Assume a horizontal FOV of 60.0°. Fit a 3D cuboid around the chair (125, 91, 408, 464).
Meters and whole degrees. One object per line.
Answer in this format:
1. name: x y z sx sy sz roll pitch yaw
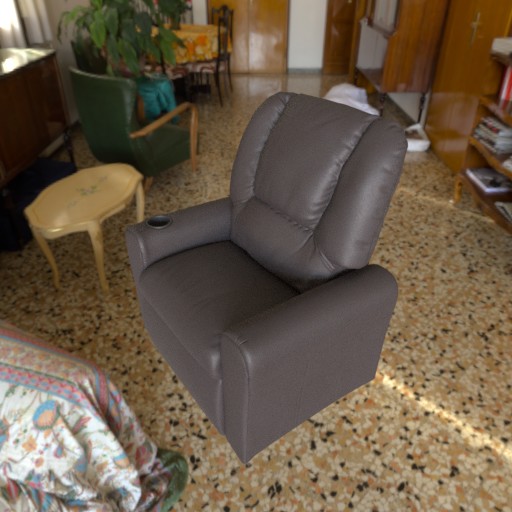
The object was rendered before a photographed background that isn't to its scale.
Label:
1. chair: 0.000 0.000 1.128 0.521 0.709 0.610 -21 39 -29
